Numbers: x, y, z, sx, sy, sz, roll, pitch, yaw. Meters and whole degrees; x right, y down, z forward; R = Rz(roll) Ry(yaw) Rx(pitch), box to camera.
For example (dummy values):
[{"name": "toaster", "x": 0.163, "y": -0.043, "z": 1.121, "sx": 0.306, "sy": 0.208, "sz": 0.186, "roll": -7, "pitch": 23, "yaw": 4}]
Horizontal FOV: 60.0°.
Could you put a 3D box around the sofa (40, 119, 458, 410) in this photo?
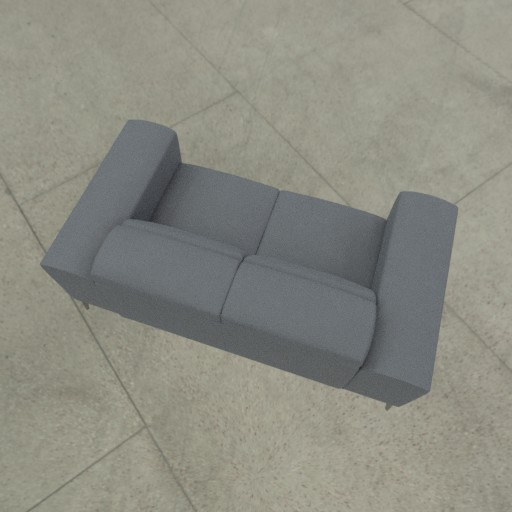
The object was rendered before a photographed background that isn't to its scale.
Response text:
[{"name": "sofa", "x": 0.000, "y": 0.000, "z": 2.402, "sx": 1.895, "sy": 0.779, "sz": 1.003, "roll": 17, "pitch": 65, "yaw": 8}]
